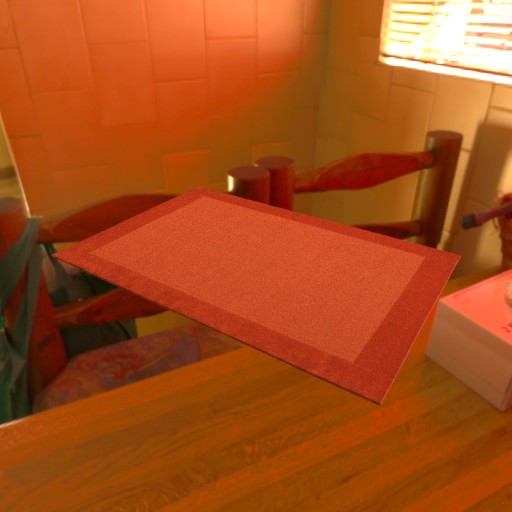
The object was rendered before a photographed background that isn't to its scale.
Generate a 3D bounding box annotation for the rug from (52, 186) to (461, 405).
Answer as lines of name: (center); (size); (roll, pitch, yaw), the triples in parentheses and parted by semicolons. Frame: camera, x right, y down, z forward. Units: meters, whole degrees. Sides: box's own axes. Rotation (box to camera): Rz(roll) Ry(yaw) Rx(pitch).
rug: (0.000, 0.000, 2.379); (1.829, 0.014, 1.219); (18, 35, 29)
